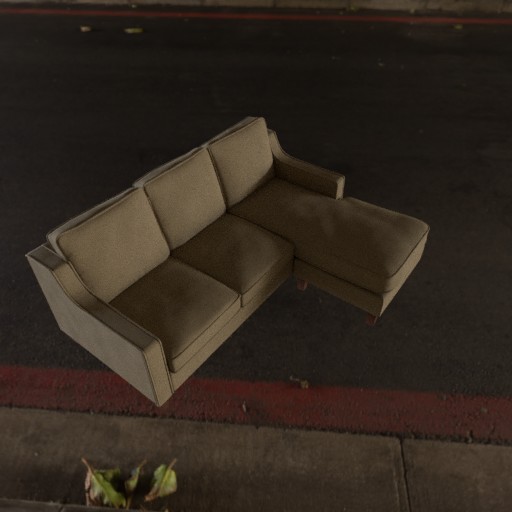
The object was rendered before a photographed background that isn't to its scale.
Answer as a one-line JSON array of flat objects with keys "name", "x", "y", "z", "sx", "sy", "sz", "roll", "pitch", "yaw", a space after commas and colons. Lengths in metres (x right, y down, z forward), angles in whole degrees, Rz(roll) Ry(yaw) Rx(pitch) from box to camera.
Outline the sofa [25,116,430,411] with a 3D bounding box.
[{"name": "sofa", "x": 0.000, "y": 0.000, "z": 3.246, "sx": 1.858, "sy": 1.066, "sz": 2.317, "roll": 26, "pitch": 48, "yaw": 27}]
